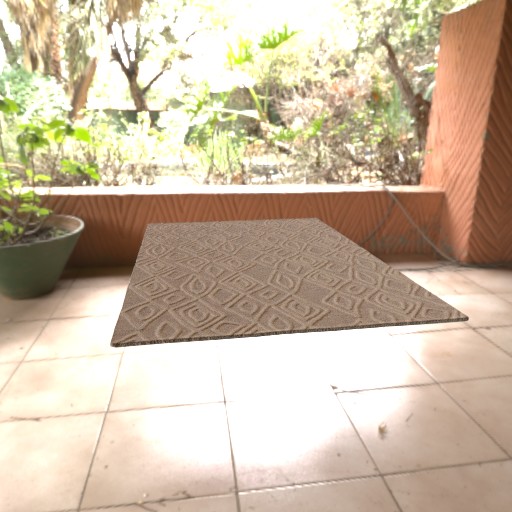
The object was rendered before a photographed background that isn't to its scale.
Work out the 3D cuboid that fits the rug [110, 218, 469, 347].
[{"bbox_3d":[0.000,0.000,2.323,1.224,0.016,1.832,-3,16,-9],"label":"rug"}]
